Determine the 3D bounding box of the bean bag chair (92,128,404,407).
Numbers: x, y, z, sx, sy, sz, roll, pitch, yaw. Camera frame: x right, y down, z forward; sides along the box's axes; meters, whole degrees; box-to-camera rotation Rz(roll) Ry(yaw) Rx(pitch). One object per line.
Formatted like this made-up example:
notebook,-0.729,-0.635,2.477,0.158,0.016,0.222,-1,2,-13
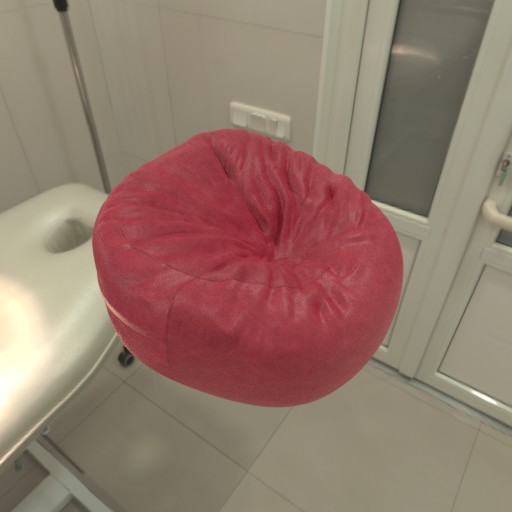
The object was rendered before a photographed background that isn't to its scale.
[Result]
bean bag chair,0.000,0.000,2.381,1.524,0.878,1.524,24,46,26
